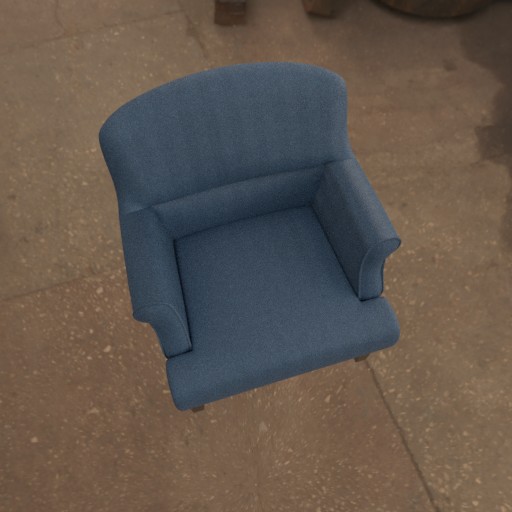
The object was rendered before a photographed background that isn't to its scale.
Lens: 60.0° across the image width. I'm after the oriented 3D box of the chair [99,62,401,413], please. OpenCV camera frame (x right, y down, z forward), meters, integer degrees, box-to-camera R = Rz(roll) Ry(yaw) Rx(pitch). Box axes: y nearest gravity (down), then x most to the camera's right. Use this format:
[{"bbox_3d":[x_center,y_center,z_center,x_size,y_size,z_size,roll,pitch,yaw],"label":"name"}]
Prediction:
[{"bbox_3d":[0.000,0.000,1.426,0.770,0.878,0.754,-15,64,-8],"label":"chair"}]
